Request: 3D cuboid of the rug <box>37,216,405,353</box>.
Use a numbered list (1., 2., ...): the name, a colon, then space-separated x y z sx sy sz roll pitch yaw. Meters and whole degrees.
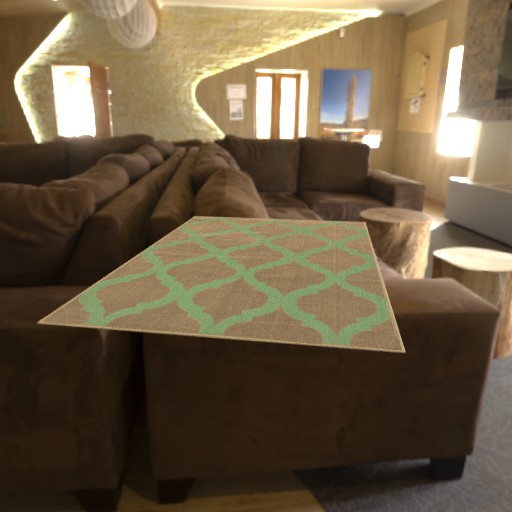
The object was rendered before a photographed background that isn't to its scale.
1. rug: 0.000 0.000 2.864 1.524 0.006 2.286 3 17 9
